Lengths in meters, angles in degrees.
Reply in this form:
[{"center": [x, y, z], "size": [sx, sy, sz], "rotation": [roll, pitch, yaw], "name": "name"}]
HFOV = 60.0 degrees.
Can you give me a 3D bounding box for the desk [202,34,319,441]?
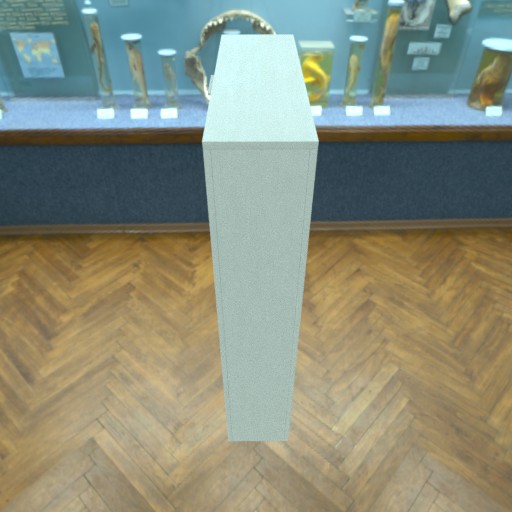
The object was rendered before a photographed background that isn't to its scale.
[{"center": [0.000, 0.000, 1.600], "size": [0.250, 1.280, 0.750], "rotation": [0, 41, 0], "name": "desk"}]
